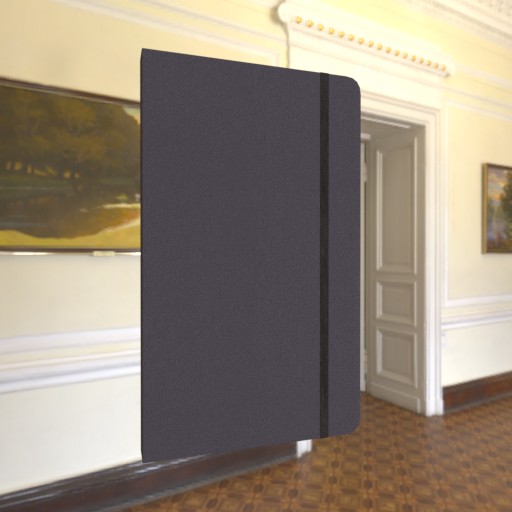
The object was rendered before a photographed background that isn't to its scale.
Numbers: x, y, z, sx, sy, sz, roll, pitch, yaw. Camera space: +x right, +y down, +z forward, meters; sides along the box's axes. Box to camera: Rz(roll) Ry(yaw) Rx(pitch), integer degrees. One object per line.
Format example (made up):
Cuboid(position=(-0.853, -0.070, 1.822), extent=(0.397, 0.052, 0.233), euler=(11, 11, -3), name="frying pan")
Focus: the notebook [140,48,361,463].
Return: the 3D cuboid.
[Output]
Cuboid(position=(0.000, 0.000, 0.253), extent=(0.127, 0.213, 0.016), euler=(0, 0, -18), name="notebook")
